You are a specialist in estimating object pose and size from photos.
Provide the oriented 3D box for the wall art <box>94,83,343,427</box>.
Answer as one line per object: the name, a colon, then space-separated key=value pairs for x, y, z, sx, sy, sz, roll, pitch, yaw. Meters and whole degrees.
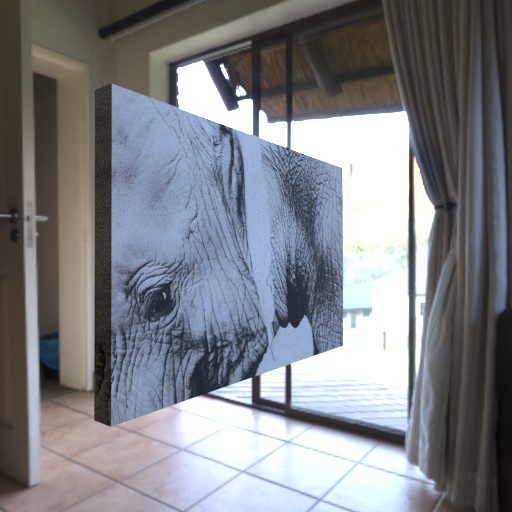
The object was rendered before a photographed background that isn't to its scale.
wall art: x=0.000 y=0.000 z=0.779 sx=0.035 sy=0.407 sz=0.613 roll=0 pitch=0 yaw=37
